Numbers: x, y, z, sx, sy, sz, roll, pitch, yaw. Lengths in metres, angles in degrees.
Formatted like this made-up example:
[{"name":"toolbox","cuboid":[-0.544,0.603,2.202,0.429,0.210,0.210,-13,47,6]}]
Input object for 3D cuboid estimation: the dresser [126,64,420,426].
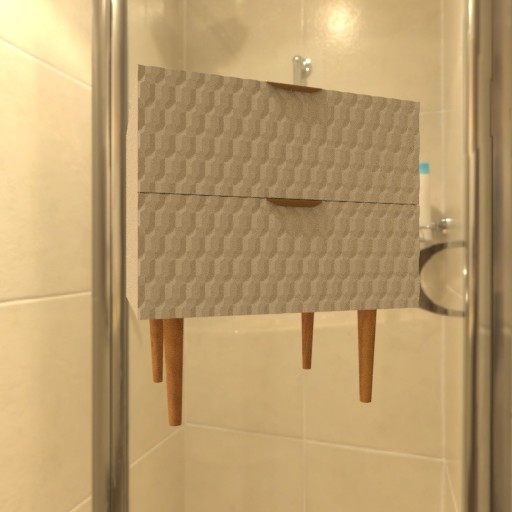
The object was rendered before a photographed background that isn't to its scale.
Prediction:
[{"name":"dresser","cuboid":[0.000,0.000,0.923,0.503,0.568,0.414,0,0,-19]}]
